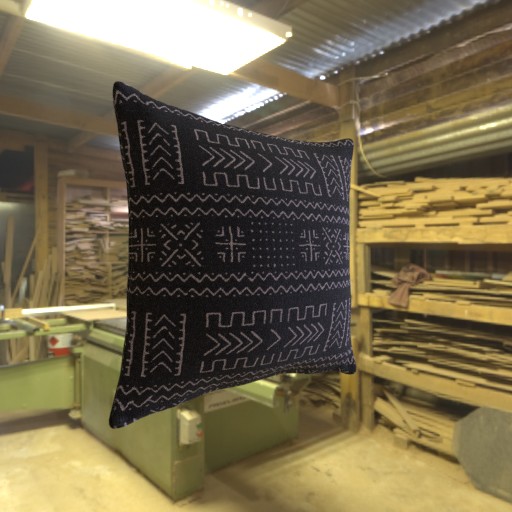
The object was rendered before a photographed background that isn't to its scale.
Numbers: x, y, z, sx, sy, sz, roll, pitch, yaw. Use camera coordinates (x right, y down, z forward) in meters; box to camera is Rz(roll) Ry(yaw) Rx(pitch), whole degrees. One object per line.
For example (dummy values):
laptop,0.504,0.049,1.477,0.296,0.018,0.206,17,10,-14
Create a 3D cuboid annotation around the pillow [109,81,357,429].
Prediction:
pillow,0.000,0.000,0.671,0.438,0.430,0.164,1,-1,-36
